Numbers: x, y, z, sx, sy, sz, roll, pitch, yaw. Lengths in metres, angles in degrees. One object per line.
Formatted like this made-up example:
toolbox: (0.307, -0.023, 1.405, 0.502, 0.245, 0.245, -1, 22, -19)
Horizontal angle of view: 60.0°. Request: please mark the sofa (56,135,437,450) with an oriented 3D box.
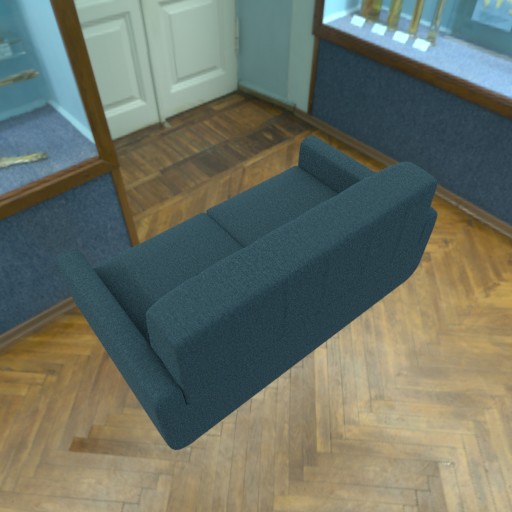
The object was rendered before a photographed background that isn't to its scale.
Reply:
sofa: (0.000, 0.000, 2.248, 1.651, 0.896, 0.942, -30, 54, -25)
